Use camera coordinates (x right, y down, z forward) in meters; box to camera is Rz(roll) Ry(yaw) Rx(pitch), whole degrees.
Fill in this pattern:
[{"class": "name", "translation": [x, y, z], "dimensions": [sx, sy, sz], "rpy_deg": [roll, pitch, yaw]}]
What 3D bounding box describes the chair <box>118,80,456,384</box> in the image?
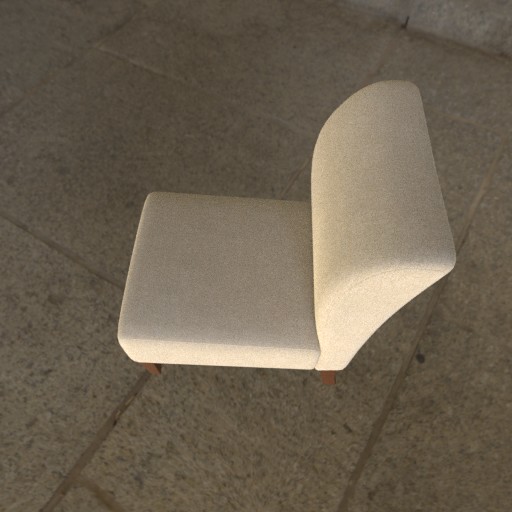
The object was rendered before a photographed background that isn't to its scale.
[{"class": "chair", "translation": [0.000, 0.000, 1.273], "dimensions": [0.754, 0.833, 0.521], "rpy_deg": [2, 59, 1]}]
